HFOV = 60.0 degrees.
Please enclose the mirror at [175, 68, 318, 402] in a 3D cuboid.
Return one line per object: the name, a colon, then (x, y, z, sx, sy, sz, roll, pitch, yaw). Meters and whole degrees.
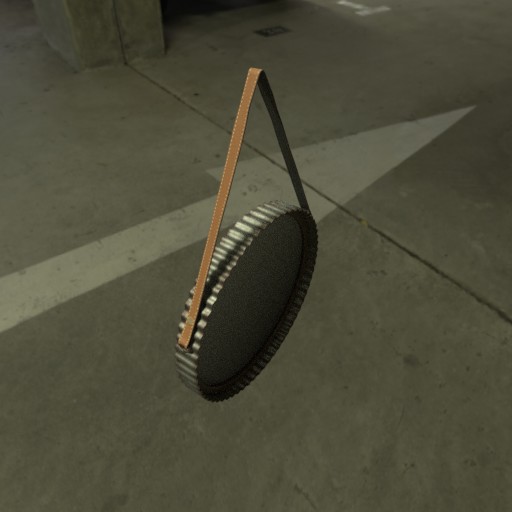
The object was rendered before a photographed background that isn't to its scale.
mirror: (0.000, 0.000, 0.691, 0.042, 0.568, 0.355, 25, 47, 26)
